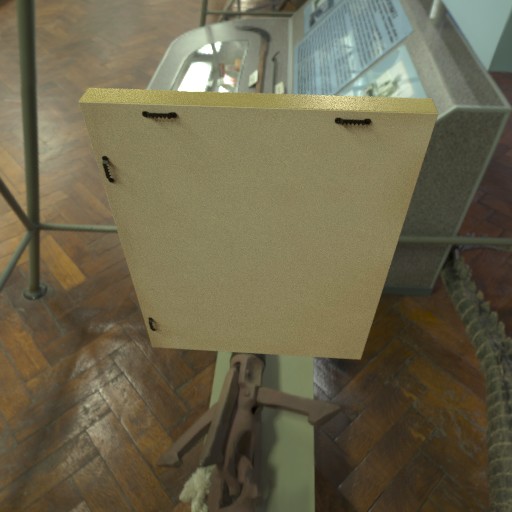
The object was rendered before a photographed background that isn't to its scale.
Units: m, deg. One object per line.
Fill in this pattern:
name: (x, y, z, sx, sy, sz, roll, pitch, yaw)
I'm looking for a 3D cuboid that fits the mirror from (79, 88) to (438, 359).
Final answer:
mirror: (0.000, 0.000, 0.689, 0.405, 0.508, 0.041, 3, 46, 3)
